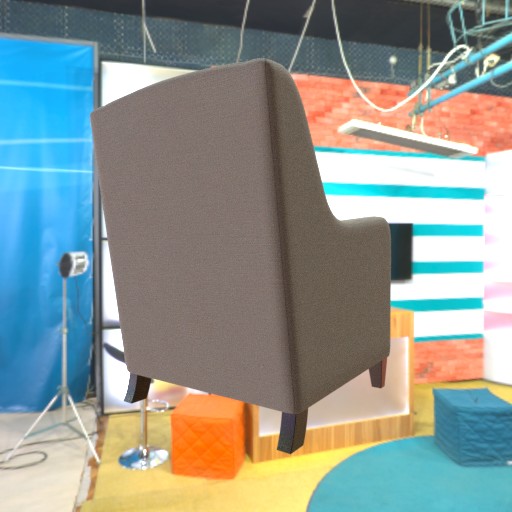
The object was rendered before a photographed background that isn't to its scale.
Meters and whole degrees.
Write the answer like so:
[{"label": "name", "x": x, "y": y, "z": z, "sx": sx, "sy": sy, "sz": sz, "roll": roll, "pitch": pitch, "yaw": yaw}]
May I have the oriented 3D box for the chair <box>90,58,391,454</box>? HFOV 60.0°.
[{"label": "chair", "x": 0.000, "y": 0.000, "z": 1.601, "sx": 0.715, "sy": 1.017, "sz": 0.896, "roll": 1, "pitch": 1, "yaw": 36}]
